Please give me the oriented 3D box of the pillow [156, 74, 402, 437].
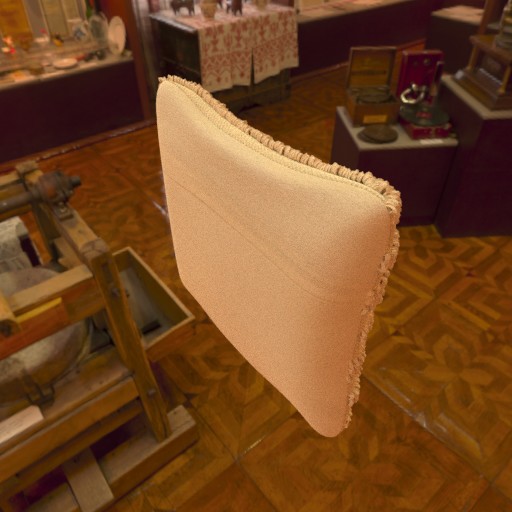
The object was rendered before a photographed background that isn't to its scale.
[{"bbox_3d":[0.000,0.000,0.656,0.145,0.427,0.437,-27,47,-28],"label":"pillow"}]
